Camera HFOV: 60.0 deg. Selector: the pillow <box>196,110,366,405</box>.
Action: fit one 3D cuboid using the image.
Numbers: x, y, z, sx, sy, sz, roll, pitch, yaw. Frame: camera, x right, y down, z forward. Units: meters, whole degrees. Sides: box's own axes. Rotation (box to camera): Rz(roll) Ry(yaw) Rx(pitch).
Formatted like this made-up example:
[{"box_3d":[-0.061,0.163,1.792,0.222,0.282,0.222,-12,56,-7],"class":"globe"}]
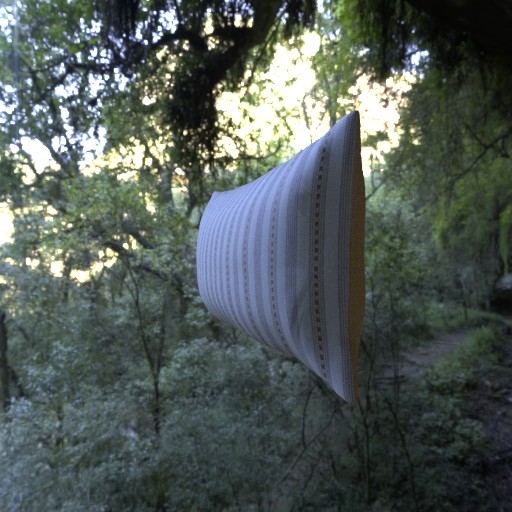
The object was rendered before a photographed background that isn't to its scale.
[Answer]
[{"box_3d":[0.000,0.000,0.721,0.151,0.291,0.608,0,0,-19],"class":"pillow"}]
